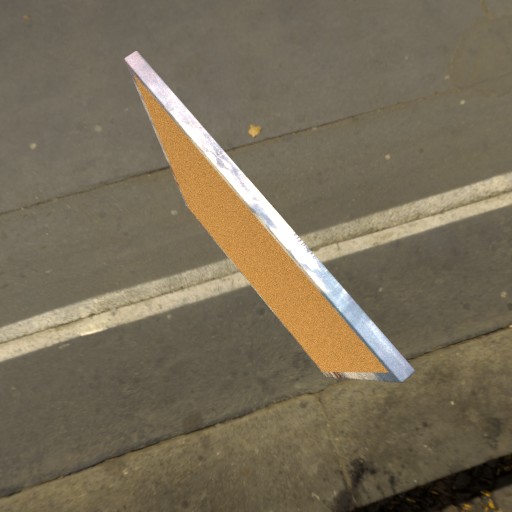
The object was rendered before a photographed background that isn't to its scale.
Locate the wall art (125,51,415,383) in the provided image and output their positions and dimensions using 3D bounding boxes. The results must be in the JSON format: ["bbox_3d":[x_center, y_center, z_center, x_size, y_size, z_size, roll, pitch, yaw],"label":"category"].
[{"bbox_3d":[0.000,0.000,1.328,0.035,0.897,0.888,-38,79,-9],"label":"wall art"}]
